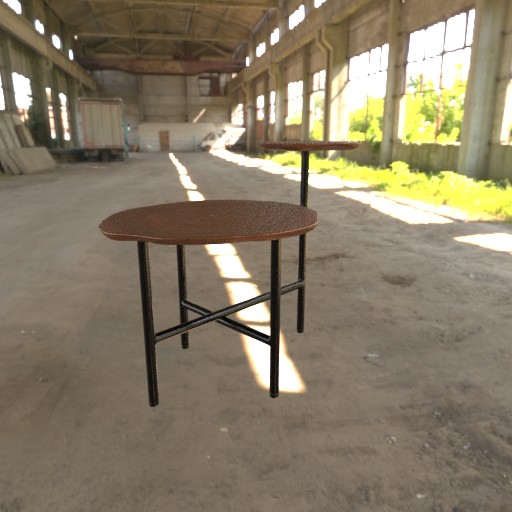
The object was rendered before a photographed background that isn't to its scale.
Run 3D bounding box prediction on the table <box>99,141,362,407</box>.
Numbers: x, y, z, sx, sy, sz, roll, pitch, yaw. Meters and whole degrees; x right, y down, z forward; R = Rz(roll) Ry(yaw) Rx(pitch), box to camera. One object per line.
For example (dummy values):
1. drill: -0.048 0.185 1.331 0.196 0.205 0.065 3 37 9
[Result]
1. table: 0.000 0.000 1.094 0.759 0.538 0.442 -15 21 -43
